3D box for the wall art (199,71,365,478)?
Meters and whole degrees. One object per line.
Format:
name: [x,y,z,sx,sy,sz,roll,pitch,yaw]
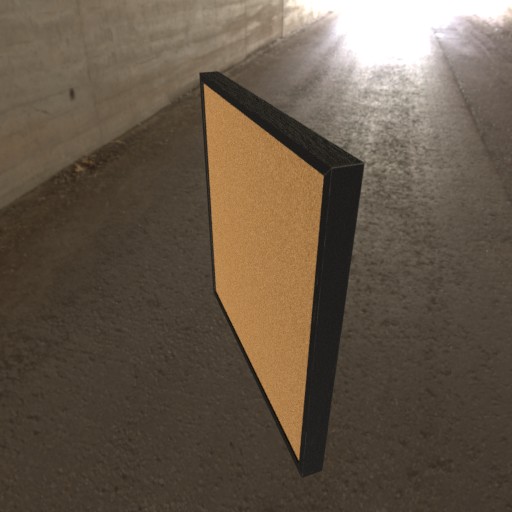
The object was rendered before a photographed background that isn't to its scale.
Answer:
wall art: [0.000,0.000,0.755,0.036,0.506,0.506,-11,34,-17]
